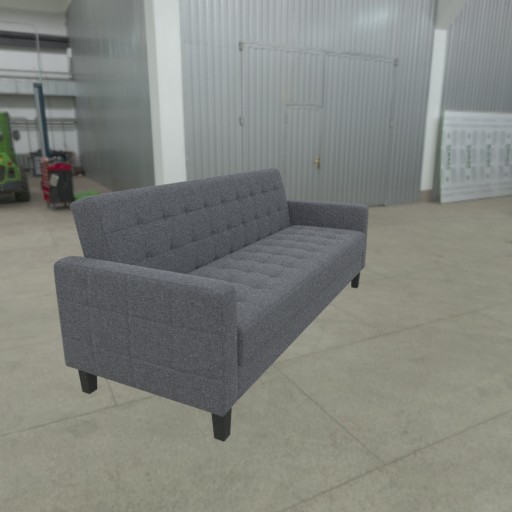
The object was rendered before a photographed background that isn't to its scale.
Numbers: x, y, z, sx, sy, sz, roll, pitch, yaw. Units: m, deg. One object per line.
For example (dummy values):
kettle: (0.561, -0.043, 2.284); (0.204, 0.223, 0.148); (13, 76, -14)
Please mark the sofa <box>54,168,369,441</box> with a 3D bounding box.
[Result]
sofa: (0.000, 0.000, 2.491); (0.810, 0.850, 2.040); (8, 17, 26)
